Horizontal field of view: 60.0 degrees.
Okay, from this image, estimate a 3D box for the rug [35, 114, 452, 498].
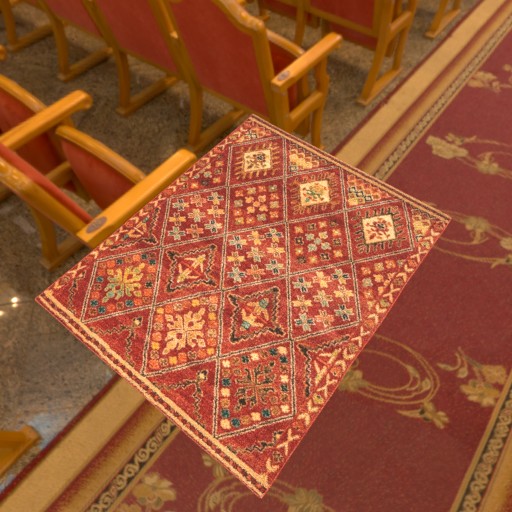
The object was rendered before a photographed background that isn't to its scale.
[{"bbox_3d":[0.000,0.000,4.091,2.489,0.030,3.086,33,63,20],"label":"rug"}]
